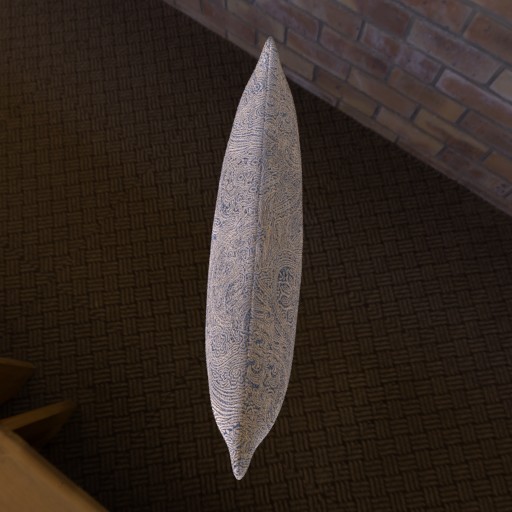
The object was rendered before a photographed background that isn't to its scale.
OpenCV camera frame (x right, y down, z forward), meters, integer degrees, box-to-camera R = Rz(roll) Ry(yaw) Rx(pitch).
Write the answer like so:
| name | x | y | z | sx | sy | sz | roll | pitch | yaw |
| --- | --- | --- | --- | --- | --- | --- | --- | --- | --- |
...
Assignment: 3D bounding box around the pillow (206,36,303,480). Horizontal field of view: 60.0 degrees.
| name | x | y | z | sx | sy | sz | roll | pitch | yaw |
| --- | --- | --- | --- | --- | --- | --- | --- | --- | --- |
| pillow | 0.000 | 0.000 | 0.731 | 0.151 | 0.295 | 0.615 | 4 | 75 | 1 |
